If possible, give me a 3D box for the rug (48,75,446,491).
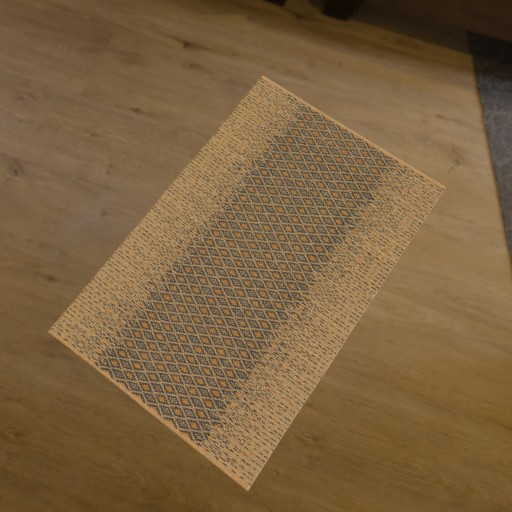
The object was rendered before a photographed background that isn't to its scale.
[{"bbox_3d":[0.000,0.000,2.291,1.219,0.005,1.828,35,77,9],"label":"rug"}]
